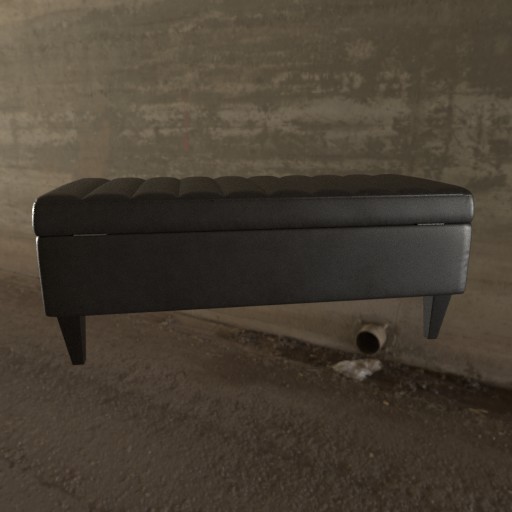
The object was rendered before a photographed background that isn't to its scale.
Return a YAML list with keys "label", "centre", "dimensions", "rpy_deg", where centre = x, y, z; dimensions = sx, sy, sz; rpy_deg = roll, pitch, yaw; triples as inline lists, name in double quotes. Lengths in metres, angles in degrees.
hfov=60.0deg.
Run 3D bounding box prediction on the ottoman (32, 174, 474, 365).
- label: "ottoman"
  centre: [0.000, 0.000, 1.390]
  dimensions: [1.151, 0.469, 0.482]
  rpy_deg: [-2, 15, -8]
